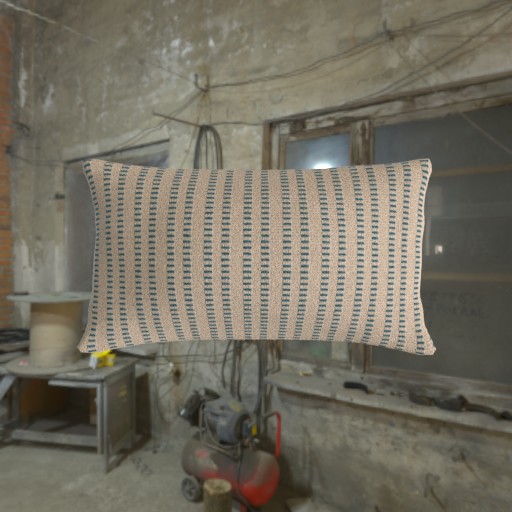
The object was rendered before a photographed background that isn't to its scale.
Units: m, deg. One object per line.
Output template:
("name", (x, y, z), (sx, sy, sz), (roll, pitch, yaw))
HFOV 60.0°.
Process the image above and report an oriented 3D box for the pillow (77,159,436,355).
("pillow", (0.000, 0.000, 0.808), (0.640, 0.353, 0.210), (0, 0, 0))
